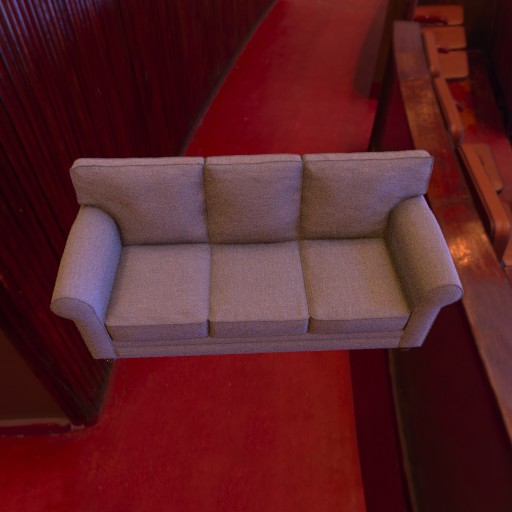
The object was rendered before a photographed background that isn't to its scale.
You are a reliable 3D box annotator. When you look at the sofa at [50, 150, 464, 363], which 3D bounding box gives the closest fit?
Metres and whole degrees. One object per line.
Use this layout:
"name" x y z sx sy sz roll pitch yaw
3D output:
"sofa" 0.000 0.000 2.597 2.084 0.961 0.916 -2 47 -2
